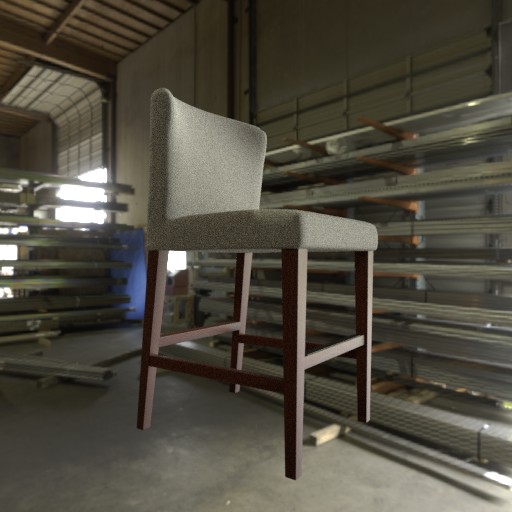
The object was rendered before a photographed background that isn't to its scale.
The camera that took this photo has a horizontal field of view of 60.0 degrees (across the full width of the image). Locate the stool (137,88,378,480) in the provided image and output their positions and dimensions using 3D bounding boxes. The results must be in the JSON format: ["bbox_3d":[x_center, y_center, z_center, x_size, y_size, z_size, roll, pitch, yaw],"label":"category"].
[{"bbox_3d":[0.000,0.000,1.279,0.568,0.969,0.481,0,0,35],"label":"stool"}]
